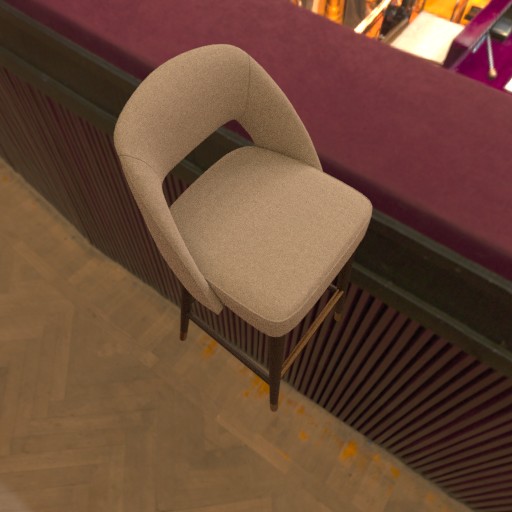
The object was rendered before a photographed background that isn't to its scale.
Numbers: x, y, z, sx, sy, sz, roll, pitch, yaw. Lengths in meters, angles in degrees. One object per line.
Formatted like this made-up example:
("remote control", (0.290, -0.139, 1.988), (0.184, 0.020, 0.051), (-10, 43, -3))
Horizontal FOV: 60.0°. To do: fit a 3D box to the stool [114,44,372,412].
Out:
("stool", (0.000, 0.000, 1.286), (0.509, 1.037, 0.494), (33, 64, 18))
